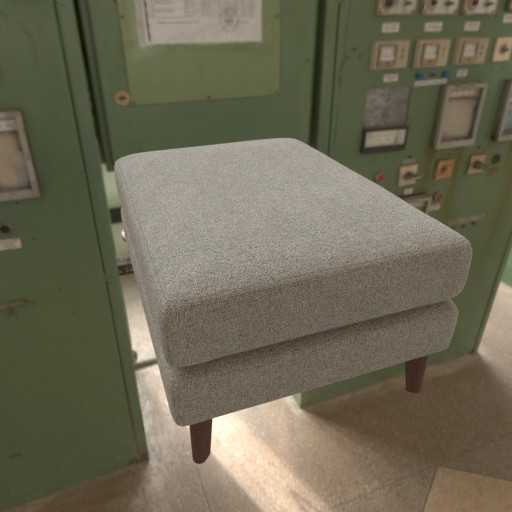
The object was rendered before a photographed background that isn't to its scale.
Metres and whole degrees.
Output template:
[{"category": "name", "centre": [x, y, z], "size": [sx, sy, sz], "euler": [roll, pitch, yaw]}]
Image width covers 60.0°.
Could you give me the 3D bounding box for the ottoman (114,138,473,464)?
[{"category": "ottoman", "centre": [0.000, 0.000, 1.162], "size": [0.611, 0.441, 0.821], "euler": [-11, 31, -18]}]
